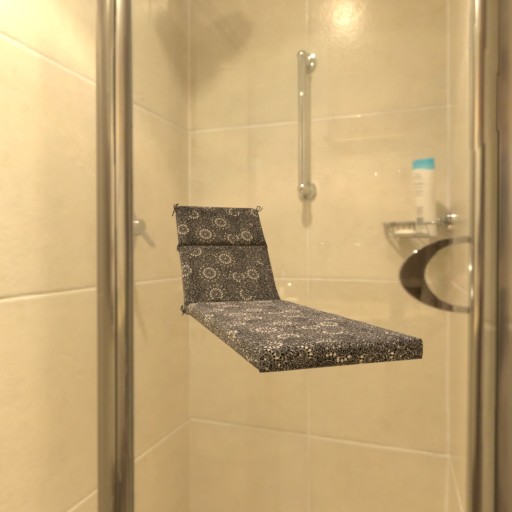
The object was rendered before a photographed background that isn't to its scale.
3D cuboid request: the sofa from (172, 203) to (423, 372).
[{"bbox_3d":[0.000,0.000,2.017,0.582,0.622,1.663,0,1,-18],"label":"sofa"}]
